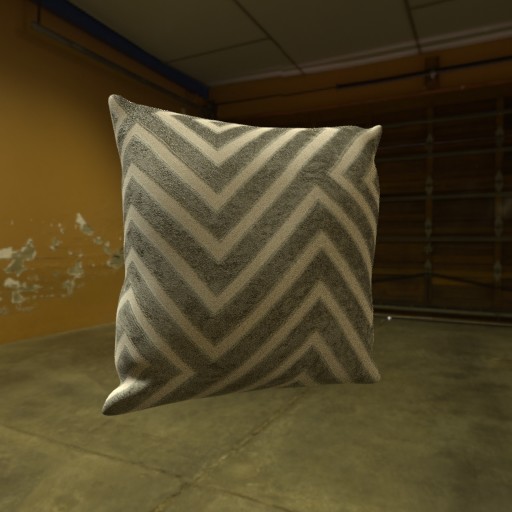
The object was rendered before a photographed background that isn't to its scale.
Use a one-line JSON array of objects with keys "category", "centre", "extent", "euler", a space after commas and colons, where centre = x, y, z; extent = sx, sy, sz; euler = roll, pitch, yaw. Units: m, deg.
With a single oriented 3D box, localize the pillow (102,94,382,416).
[{"category": "pillow", "centre": [0.000, 0.000, 0.666], "extent": [0.440, 0.441, 0.182], "euler": [0, 1, -18]}]
